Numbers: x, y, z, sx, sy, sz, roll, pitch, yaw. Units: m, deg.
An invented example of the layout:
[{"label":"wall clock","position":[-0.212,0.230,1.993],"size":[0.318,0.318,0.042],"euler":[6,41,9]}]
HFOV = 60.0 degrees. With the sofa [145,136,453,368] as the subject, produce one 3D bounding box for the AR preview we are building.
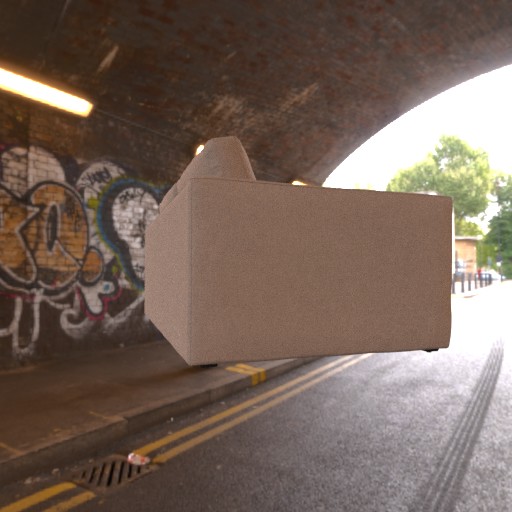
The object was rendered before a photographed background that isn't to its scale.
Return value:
[{"label":"sofa","position":[0.000,0.000,2.523],"size":[1.091,0.839,1.905],"euler":[1,-2,-18]}]
